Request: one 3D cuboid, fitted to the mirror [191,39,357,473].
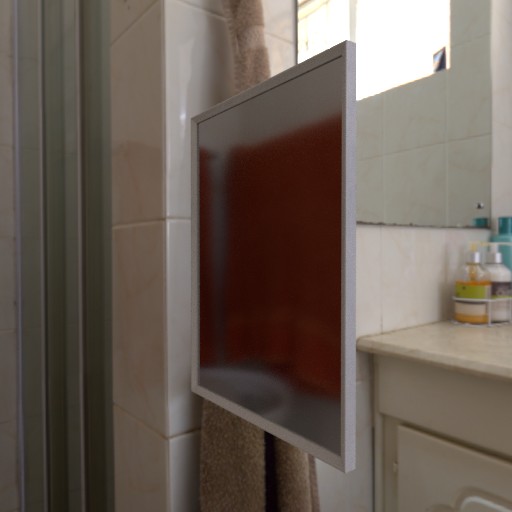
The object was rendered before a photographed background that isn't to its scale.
[{"bbox_3d":[0.000,0.000,1.355,0.041,1.016,0.762,-1,1,-36],"label":"mirror"}]
